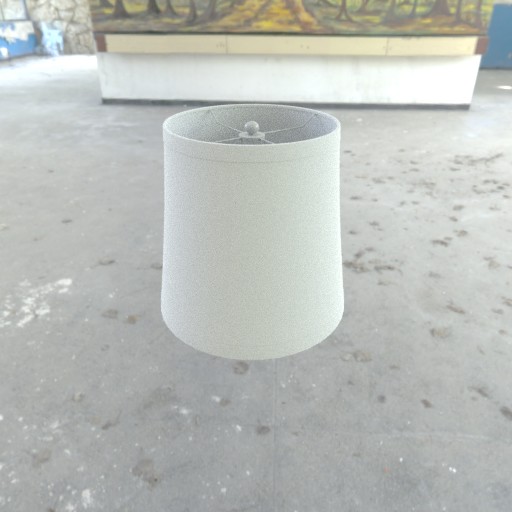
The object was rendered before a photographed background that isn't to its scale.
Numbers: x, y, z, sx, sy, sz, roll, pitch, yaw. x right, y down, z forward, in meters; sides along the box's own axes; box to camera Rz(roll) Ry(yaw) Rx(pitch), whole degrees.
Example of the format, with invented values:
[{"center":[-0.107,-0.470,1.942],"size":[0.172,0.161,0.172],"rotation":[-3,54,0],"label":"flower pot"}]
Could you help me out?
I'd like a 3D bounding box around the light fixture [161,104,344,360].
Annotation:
[{"center":[0.000,0.000,0.266],"size":[0.100,0.172,0.157],"rotation":[2,30,3],"label":"light fixture"}]
